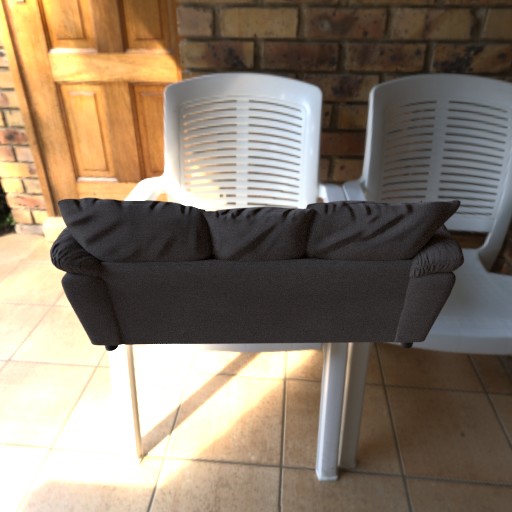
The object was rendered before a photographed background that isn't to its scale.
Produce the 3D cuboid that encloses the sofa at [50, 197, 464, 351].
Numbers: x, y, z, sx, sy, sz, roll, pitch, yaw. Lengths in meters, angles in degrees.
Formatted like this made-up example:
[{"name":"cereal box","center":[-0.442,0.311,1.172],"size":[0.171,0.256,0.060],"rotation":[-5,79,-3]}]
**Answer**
[{"name":"sofa","center":[0.000,0.000,2.891],"size":[2.390,1.043,0.927],"rotation":[0,30,-1]}]
